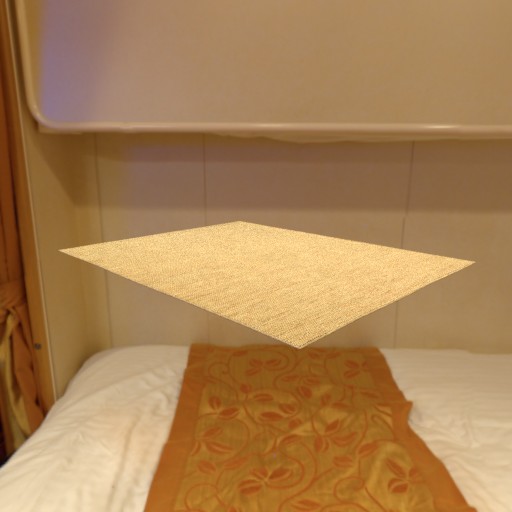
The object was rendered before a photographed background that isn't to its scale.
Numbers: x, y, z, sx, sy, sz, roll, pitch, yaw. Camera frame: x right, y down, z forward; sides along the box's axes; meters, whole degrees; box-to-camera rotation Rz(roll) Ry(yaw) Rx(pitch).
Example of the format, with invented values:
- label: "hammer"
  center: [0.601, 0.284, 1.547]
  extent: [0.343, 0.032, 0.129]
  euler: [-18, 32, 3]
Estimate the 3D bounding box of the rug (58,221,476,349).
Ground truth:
- label: "rug"
  center: [0.000, 0.000, 4.091]
  extent: [2.406, 0.012, 3.034]
  euler: [-14, 19, -43]
